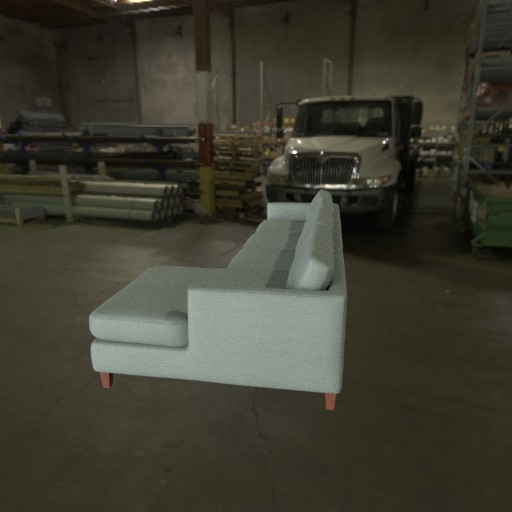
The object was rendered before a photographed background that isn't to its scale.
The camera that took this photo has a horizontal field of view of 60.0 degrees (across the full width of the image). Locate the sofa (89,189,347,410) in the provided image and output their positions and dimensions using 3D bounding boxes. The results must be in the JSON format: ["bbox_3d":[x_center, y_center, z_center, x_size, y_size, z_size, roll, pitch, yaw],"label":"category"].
[{"bbox_3d":[0.000,0.000,4.247,1.604,0.950,3.471,3,16,9],"label":"sofa"}]
